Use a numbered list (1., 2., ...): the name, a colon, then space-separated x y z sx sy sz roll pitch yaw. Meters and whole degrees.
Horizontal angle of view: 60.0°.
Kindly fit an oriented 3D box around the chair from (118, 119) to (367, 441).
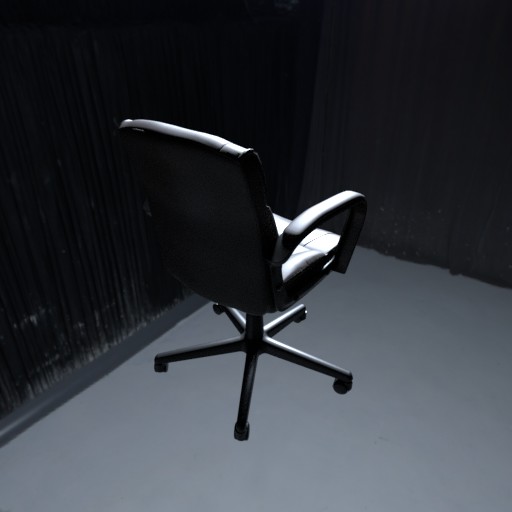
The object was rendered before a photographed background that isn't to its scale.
1. chair: 0.000 0.000 1.516 0.739 1.004 0.717 22 37 33
